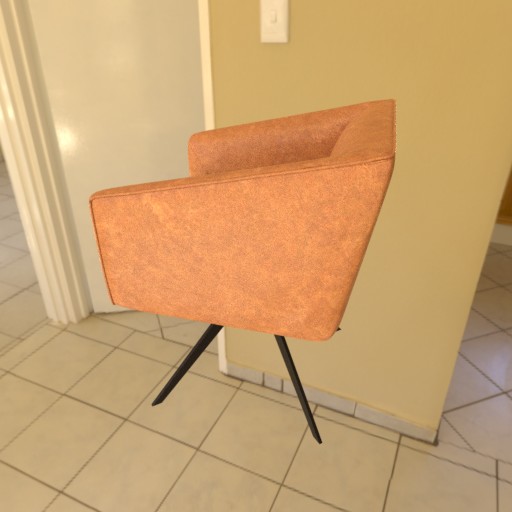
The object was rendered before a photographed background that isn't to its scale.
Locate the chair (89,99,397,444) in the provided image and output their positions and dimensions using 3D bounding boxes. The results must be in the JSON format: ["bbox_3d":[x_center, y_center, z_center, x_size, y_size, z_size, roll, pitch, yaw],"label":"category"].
[{"bbox_3d":[0.000,0.000,1.204,0.625,0.760,0.588,7,29,13],"label":"chair"}]
